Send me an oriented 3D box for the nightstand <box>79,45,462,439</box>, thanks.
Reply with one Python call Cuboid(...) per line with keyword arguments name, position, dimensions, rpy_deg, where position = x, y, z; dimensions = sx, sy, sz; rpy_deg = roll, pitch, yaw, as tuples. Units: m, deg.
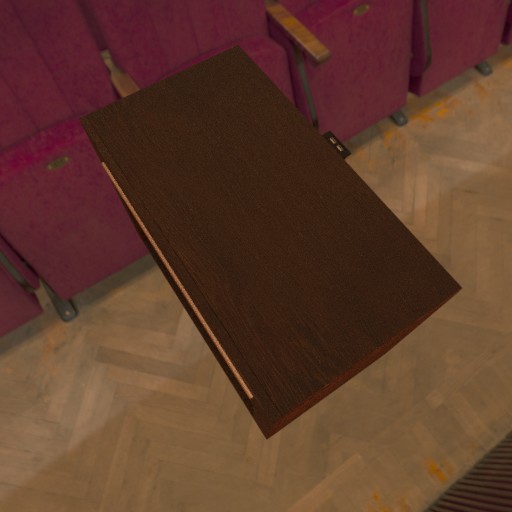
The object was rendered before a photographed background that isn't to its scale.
Cuboid(name="nightstand", position=(0.000, 0.000, 1.190), dimensions=(0.457, 0.612, 0.775), rpy_deg=(-31, 69, -14))
